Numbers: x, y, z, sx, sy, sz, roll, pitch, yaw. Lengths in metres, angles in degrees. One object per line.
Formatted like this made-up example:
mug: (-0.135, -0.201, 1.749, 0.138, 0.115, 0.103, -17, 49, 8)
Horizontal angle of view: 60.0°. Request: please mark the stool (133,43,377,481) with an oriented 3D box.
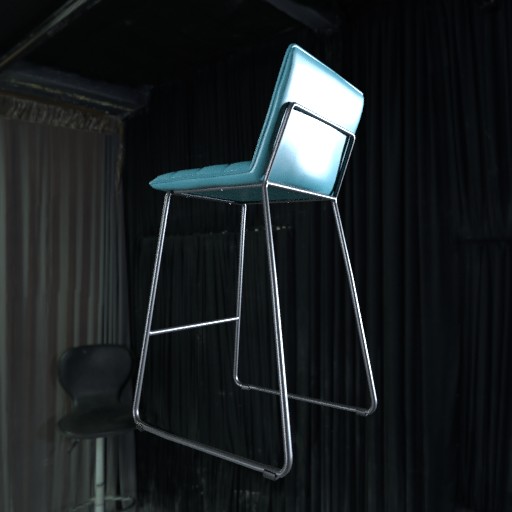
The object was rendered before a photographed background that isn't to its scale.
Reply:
stool: (0.000, 0.000, 1.253, 0.524, 0.936, 0.489, 0, 0, 37)
